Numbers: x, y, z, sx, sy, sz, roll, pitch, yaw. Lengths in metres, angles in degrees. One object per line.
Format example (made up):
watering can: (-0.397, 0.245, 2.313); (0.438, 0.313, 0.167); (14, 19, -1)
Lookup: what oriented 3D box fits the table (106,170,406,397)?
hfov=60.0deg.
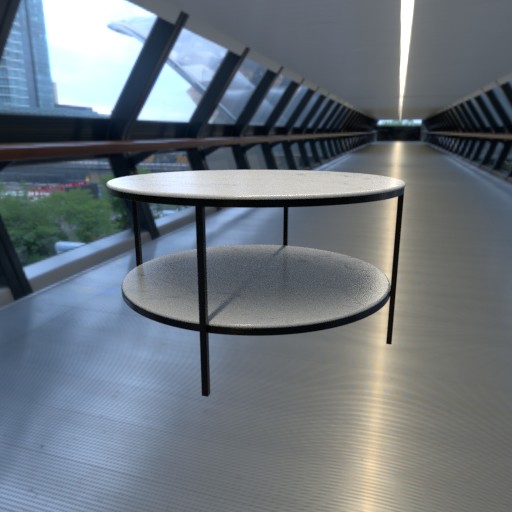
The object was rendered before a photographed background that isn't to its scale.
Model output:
table: (0.000, 0.000, 1.302); (0.800, 0.450, 0.800); (0, 14, 0)
